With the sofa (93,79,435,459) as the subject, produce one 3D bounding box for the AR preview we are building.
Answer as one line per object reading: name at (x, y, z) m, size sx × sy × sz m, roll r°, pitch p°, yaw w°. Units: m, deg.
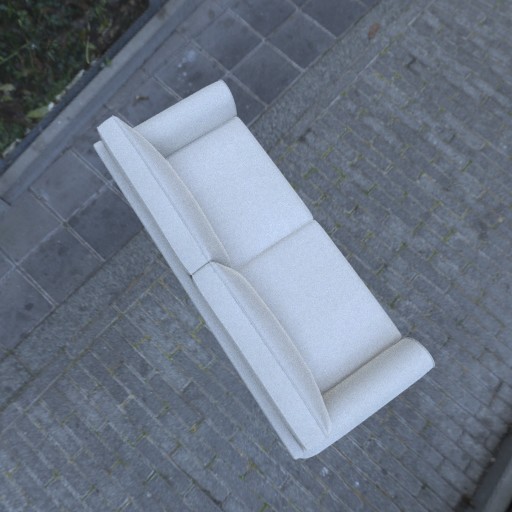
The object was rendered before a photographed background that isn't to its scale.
sofa at (0.000, 0.000, 2.640) m, size 0.901 × 0.962 × 2.146 m, roll -33°, pitch 78°, yaw -8°
